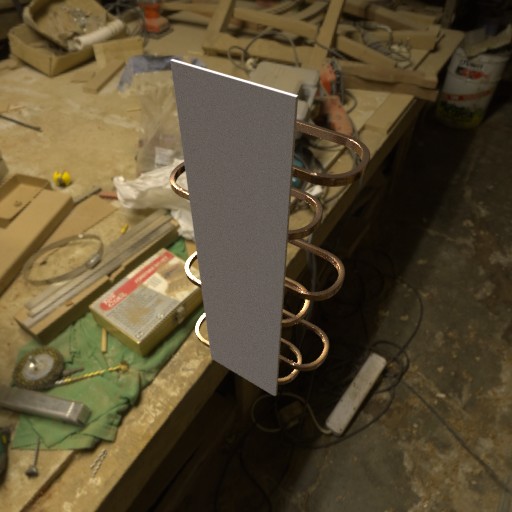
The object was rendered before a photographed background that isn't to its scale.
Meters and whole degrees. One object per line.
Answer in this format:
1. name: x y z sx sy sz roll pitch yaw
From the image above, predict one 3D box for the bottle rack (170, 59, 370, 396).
1. bottle rack: 0.000 0.000 0.812 0.332 0.709 0.118 25 51 22
